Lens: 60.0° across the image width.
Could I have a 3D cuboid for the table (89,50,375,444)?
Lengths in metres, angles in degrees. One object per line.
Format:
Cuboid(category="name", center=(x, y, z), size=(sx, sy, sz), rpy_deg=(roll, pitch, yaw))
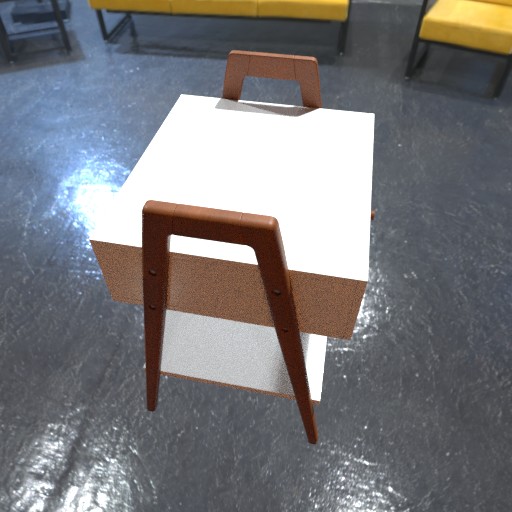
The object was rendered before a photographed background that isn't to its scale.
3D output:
Cuboid(category="table", center=(0.000, 0.000, 0.881), size=(0.405, 0.610, 0.457), rpy_deg=(8, 48, 8))
